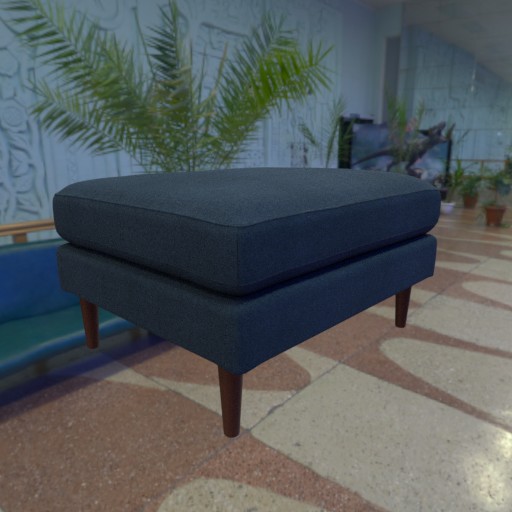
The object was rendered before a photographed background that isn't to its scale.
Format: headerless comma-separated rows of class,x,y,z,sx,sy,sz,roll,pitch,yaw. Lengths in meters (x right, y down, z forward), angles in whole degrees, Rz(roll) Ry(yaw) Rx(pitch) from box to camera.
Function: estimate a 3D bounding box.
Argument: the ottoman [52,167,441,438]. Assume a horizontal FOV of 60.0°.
ottoman,0.000,0.000,1.224,0.693,0.474,0.821,13,19,42
